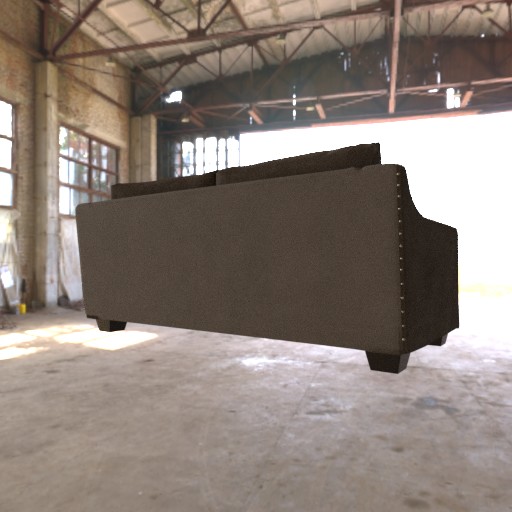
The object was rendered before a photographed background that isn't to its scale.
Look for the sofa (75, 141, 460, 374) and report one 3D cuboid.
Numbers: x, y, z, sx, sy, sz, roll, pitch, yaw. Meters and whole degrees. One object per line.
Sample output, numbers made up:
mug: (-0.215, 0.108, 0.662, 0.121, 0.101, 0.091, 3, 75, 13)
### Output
sofa: (0.000, 0.000, 3.276, 2.550, 1.196, 1.336, -1, -1, 35)
